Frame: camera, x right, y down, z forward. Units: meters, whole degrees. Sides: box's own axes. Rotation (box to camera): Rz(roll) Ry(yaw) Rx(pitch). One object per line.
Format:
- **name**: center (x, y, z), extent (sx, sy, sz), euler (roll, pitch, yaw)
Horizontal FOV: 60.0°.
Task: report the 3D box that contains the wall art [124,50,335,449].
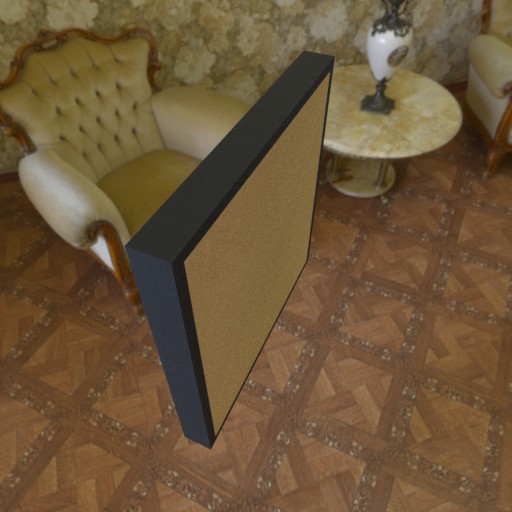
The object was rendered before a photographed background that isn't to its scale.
- **wall art**: center (0.000, 0.000, 0.466), extent (0.033, 0.304, 0.305), euler (19, 50, 16)
